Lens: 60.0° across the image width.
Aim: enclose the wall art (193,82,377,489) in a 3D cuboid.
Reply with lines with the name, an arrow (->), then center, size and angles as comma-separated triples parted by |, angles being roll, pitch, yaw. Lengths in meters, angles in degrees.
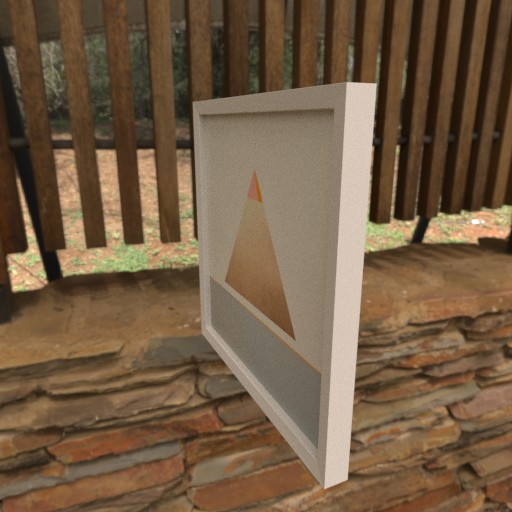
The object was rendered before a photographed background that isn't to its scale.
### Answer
wall art -> 0.000, 0.000, 1.896 | 0.098, 1.291, 1.289 | -8, 18, -24
